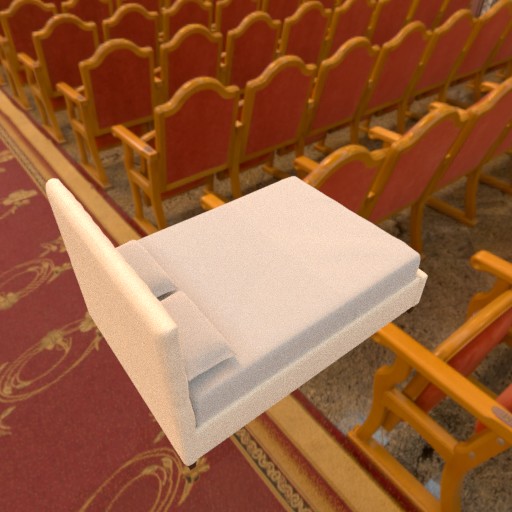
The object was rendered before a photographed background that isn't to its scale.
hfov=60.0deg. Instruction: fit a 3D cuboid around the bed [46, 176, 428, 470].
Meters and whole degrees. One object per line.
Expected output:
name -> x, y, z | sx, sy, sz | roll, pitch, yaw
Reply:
bed -> 0.000, 0.000, 3.504 | 2.387, 1.427, 1.698 | -26, 47, -27
